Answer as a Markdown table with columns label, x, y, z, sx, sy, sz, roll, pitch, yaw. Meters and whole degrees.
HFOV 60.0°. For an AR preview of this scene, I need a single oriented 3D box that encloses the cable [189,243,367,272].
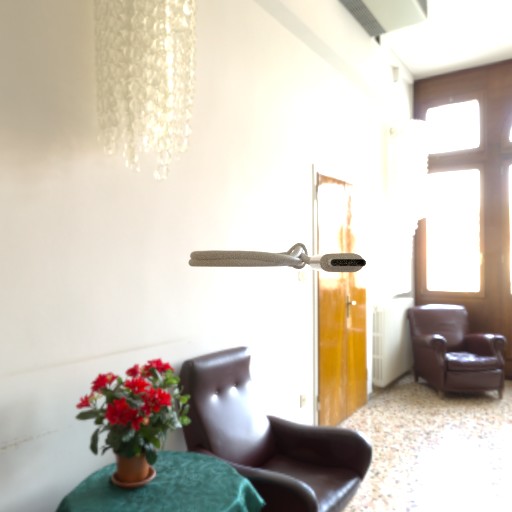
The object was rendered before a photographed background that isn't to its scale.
| label | x | y | z | sx | sy | sz | roll | pitch | yaw |
| --- | --- | --- | --- | --- | --- | --- | --- | --- | --- |
| cable | 0.000 | 0.000 | 0.236 | 0.070 | 0.014 | 0.203 | 0 | -1 | -1 |
